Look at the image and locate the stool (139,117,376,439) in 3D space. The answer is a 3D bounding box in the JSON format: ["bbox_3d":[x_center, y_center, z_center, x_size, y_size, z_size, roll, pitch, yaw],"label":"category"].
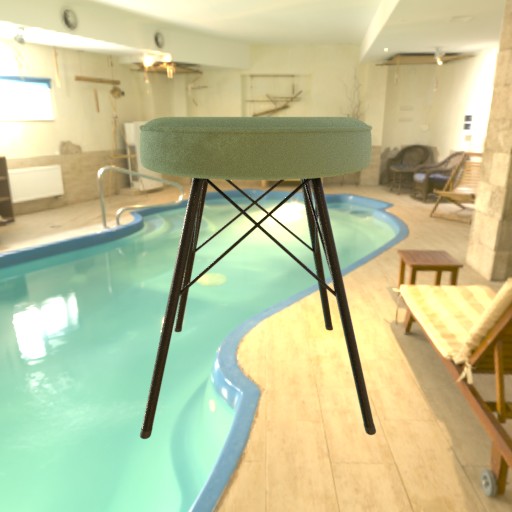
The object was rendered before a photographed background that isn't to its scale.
[{"bbox_3d":[0.000,0.000,0.866,0.457,0.519,0.458,2,18,7],"label":"stool"}]
